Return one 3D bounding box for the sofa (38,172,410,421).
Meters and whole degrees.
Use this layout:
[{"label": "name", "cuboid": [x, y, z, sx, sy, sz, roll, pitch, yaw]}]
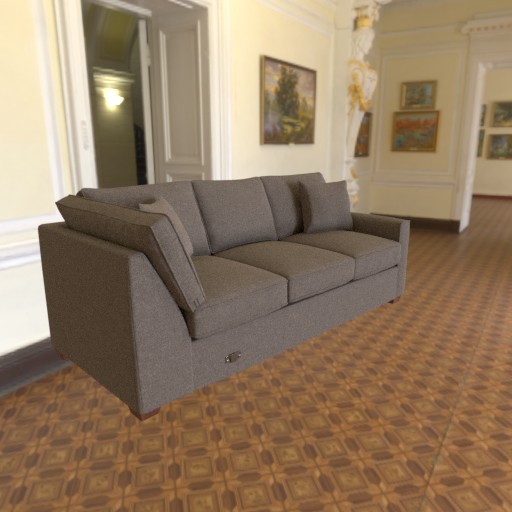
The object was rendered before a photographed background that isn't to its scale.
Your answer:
[{"label": "sofa", "cuboid": [0.000, 0.000, 2.883, 2.317, 0.962, 1.061, -13, 19, -43]}]
